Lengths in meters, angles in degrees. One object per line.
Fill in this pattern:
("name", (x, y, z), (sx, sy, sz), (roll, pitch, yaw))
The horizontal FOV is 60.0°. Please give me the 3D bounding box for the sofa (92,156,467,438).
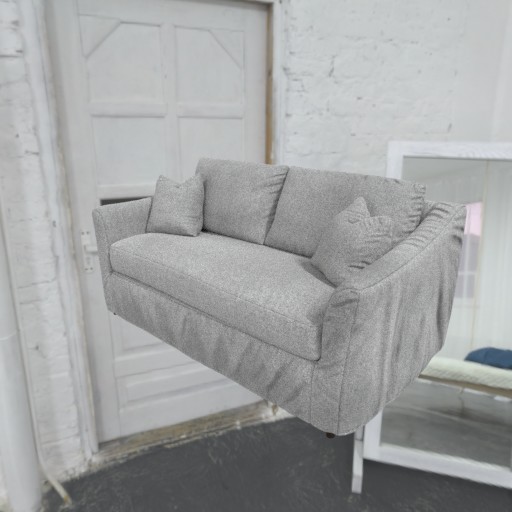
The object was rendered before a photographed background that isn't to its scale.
("sofa", (0.000, 0.000, 2.647), (2.010, 1.018, 1.072), (16, 24, 41))
